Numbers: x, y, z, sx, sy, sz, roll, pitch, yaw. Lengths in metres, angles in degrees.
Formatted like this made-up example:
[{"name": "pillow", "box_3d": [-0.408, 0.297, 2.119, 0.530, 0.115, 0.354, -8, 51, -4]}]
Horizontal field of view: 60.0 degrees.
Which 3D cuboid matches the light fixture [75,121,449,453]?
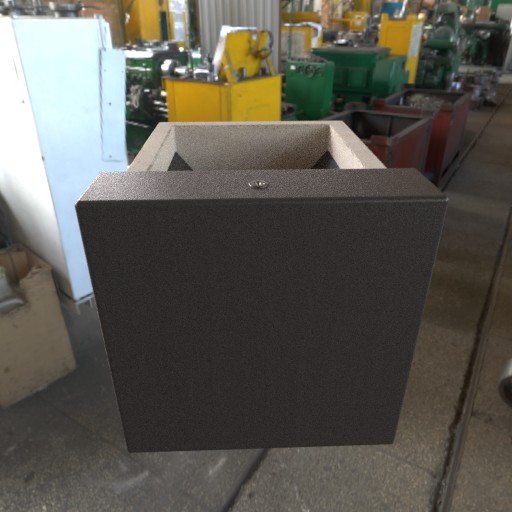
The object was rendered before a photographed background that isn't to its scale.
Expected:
[{"name": "light fixture", "box_3d": [0.000, 0.000, 0.232, 0.121, 0.121, 0.143, -1, 29, -2]}]
